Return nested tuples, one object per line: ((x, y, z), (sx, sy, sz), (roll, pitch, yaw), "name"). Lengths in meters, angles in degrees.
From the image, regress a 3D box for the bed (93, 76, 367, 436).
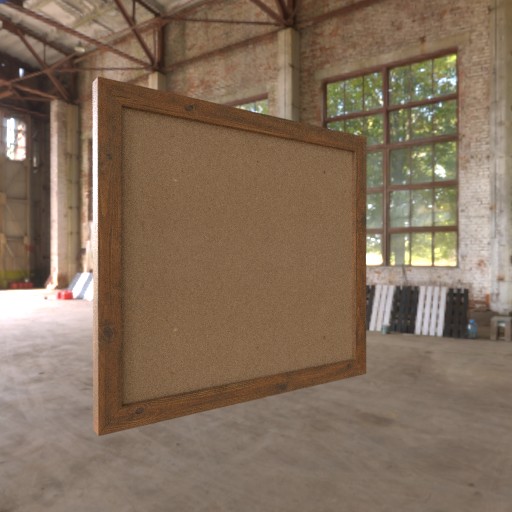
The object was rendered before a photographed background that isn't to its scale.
((0.000, 0.000, 1.480), (1.046, 0.942, 0.046), (0, 0, -35), "bed")
